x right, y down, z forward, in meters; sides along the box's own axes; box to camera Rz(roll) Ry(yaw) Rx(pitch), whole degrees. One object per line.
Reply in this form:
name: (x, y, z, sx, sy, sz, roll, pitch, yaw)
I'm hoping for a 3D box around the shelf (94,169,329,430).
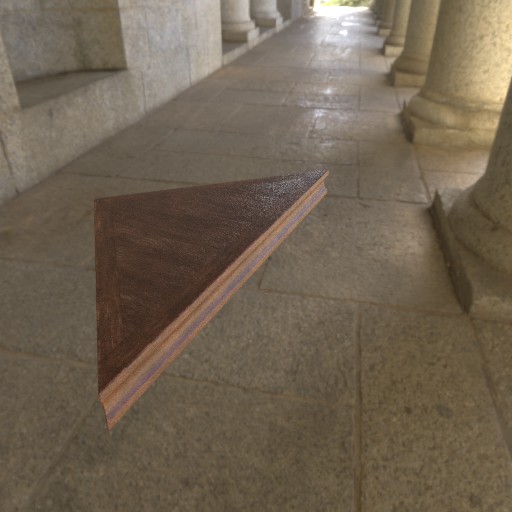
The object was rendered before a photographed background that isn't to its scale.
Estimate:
shelf: (0.000, 0.000, 0.436, 0.296, 0.035, 0.296, -10, 34, -15)
